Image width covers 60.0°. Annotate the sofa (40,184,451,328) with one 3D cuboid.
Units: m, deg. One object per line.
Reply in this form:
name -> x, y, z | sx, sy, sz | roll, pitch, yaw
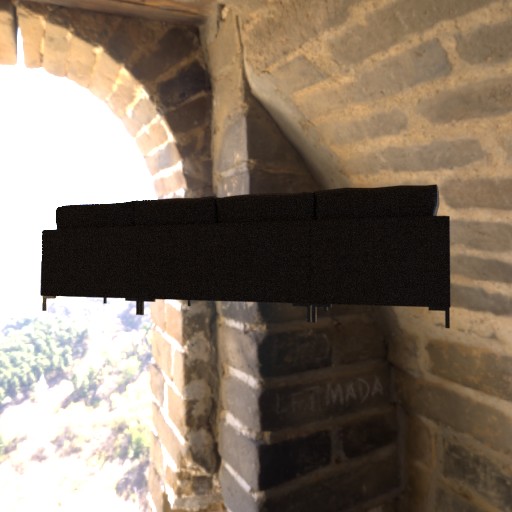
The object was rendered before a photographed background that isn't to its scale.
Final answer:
sofa -> 0.000, 0.000, 4.360 | 3.423, 0.999, 2.048 | 0, -1, 19
